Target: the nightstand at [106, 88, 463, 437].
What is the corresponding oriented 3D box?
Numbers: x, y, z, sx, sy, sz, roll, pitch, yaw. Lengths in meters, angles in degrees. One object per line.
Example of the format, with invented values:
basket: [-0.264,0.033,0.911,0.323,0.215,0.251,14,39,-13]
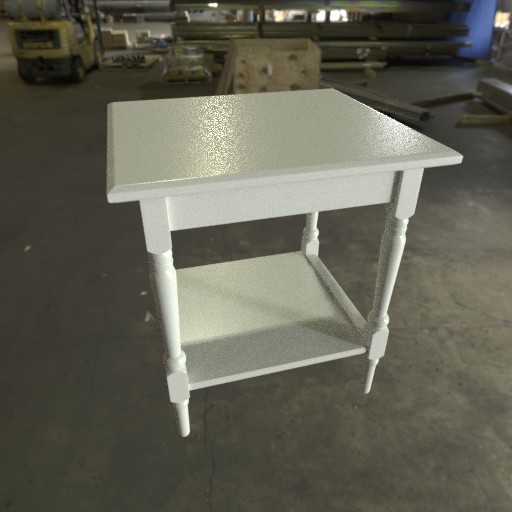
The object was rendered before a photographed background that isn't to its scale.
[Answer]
nightstand: [0.000,0.000,0.927,0.505,0.555,0.459,-9,33,-13]
